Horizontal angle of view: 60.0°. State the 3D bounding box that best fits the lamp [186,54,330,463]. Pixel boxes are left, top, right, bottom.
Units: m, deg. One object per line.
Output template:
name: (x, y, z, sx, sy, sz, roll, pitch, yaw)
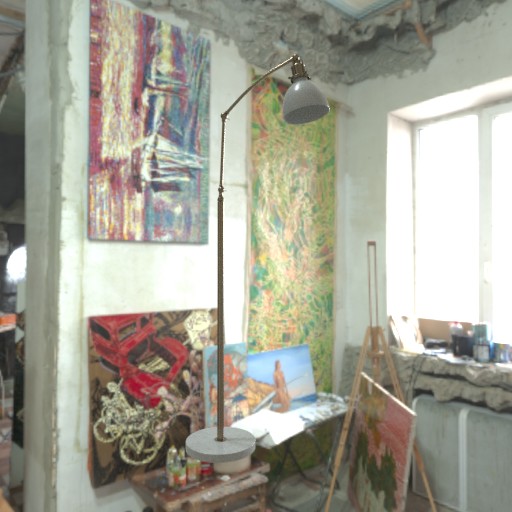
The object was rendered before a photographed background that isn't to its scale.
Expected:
lamp: (0.000, 0.000, 1.794, 0.599, 1.586, 0.288, 0, -1, 20)
